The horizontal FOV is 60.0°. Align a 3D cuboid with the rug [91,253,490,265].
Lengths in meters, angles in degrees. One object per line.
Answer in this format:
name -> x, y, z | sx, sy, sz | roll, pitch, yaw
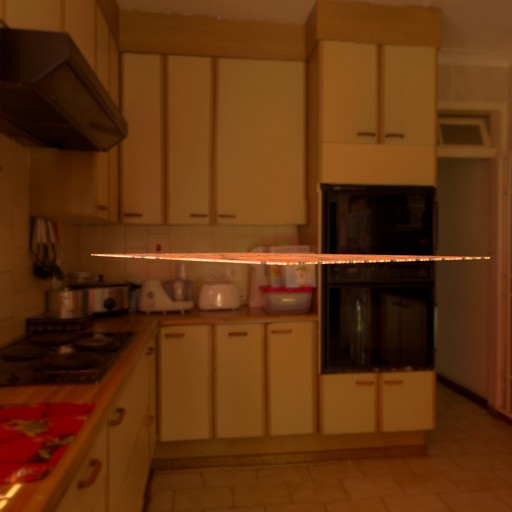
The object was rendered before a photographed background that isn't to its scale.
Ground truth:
rug -> 0.000, 0.000, 3.042 | 1.533, 0.010, 2.428 | -1, 1, -36
